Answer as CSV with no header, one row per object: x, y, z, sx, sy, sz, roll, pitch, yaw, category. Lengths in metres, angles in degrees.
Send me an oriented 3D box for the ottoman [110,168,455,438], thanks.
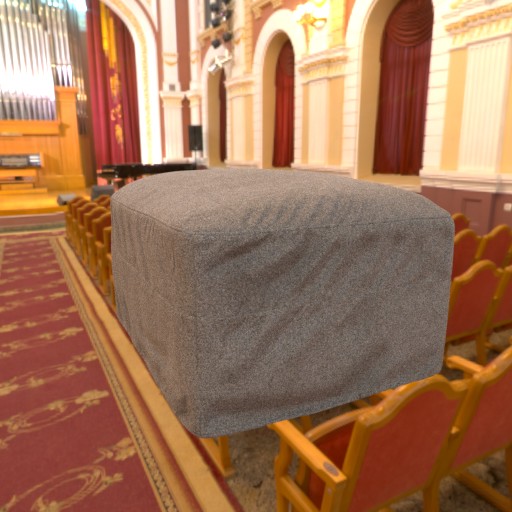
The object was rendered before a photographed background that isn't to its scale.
0.000,0.000,1.248,0.683,0.481,0.837,-7,15,-27,ottoman
